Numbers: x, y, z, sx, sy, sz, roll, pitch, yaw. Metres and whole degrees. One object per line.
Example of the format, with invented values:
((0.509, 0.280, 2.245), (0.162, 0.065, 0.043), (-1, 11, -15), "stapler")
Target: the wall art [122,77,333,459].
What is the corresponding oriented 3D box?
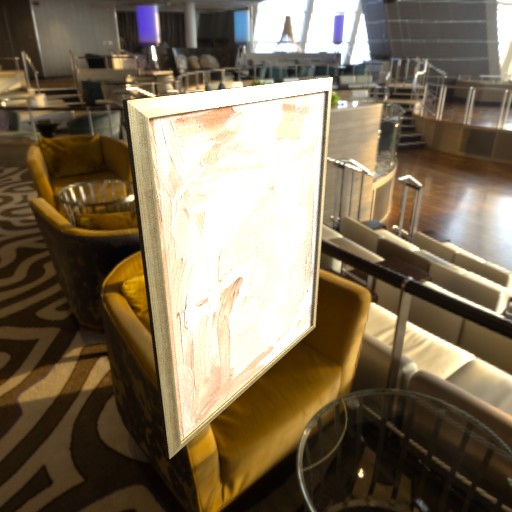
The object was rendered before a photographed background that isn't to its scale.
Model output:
((0.000, 0.000, 0.918), (0.018, 0.660, 0.559), (18, 31, 33), "wall art")
